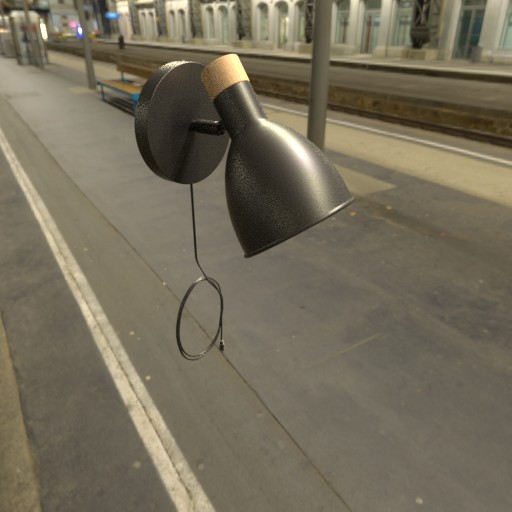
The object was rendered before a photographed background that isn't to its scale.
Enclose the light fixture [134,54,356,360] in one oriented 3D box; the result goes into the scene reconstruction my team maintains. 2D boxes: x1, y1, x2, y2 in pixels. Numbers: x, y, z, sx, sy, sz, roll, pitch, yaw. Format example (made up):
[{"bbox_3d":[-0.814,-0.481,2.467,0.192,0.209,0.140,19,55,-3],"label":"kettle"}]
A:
[{"bbox_3d":[0.000,0.000,0.485,0.203,0.401,0.127,19,33,32],"label":"light fixture"}]
